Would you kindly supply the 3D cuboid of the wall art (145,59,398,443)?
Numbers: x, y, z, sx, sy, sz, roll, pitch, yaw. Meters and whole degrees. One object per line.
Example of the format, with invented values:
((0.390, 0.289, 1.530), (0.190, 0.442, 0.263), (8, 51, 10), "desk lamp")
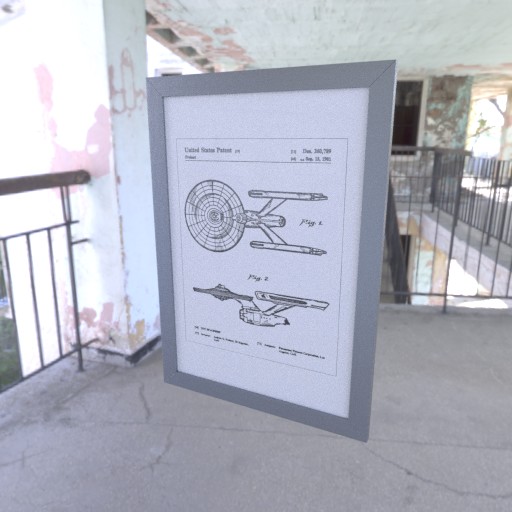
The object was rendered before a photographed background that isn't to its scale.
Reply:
((0.000, 0.000, 0.678), (0.376, 0.529, 0.013), (8, 17, 26), "wall art")
